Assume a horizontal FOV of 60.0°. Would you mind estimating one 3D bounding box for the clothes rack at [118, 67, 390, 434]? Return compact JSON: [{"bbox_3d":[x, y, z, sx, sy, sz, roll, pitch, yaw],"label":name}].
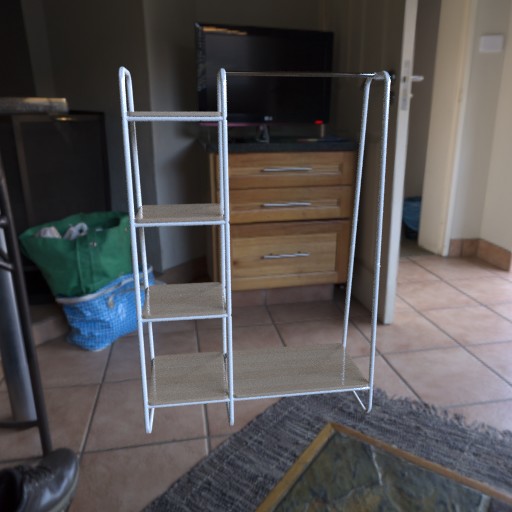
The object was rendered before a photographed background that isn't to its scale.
[{"bbox_3d":[0.000,0.000,1.934,1.011,1.500,0.400,-2,17,-8],"label":"clothes rack"}]
